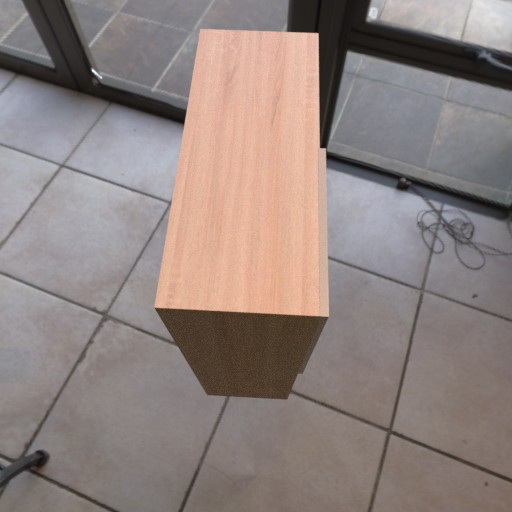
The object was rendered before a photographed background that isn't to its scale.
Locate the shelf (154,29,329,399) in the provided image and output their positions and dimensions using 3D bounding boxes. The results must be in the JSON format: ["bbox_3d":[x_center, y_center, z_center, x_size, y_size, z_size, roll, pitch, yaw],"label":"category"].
[{"bbox_3d":[0.000,0.000,1.899,0.434,1.405,0.995,3,64,1],"label":"shelf"}]
